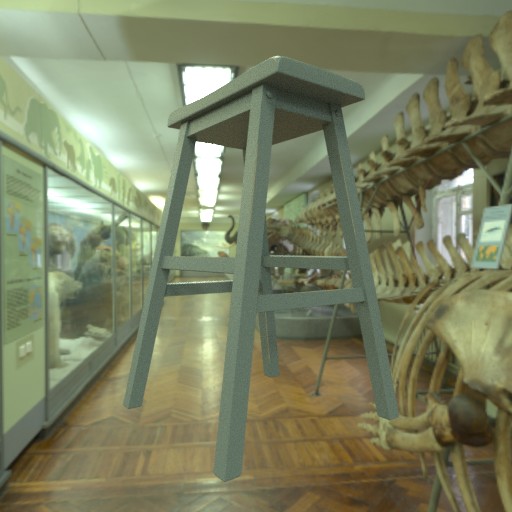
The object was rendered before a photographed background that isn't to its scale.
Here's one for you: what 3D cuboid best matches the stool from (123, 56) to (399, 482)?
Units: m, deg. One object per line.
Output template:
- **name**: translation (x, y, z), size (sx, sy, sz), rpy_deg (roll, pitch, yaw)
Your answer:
- **stool**: translation (0.000, 0.000, 1.049), size (0.476, 0.737, 0.457), rpy_deg (0, 1, -37)
